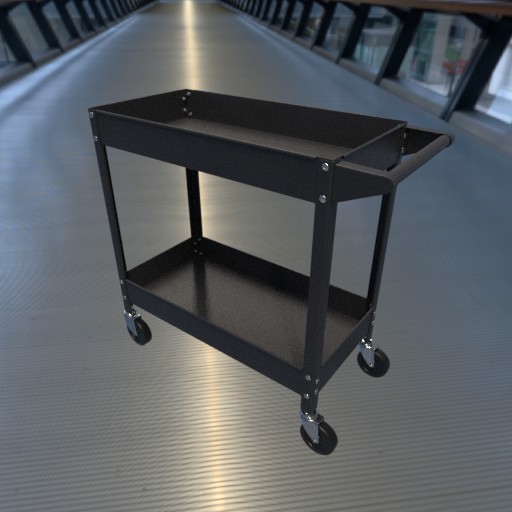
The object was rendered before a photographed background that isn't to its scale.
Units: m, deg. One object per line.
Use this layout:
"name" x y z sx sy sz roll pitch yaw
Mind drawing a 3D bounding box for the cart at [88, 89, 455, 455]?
"cart" 0.000 0.000 1.168 0.779 0.719 0.366 21 36 31
